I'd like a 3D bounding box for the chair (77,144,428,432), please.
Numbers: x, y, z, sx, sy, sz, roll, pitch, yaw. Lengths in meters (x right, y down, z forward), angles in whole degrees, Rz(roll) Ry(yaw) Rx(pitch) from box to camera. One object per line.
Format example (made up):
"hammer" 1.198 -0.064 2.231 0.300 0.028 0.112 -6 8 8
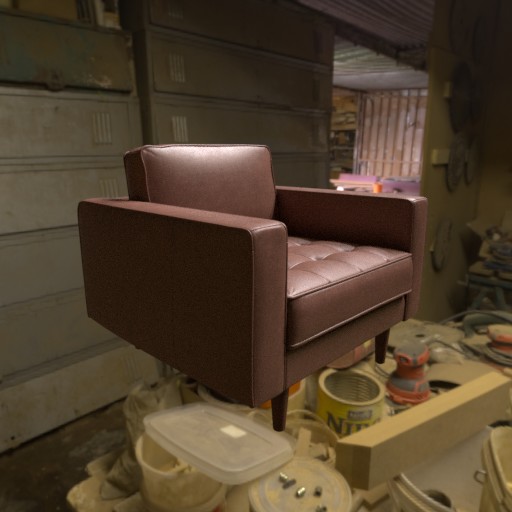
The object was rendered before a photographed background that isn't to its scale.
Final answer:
"chair" 0.000 0.000 1.570 0.900 0.770 0.920 13 19 43
